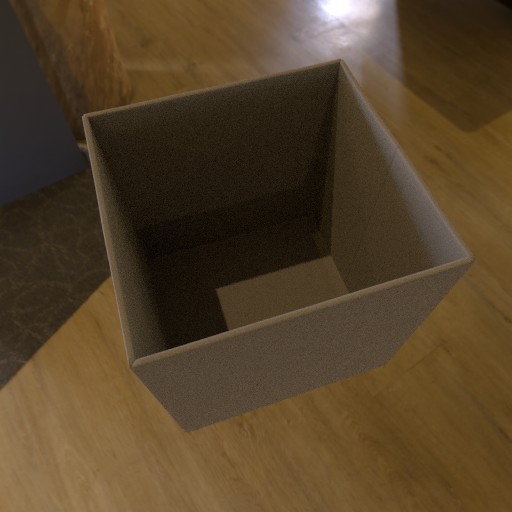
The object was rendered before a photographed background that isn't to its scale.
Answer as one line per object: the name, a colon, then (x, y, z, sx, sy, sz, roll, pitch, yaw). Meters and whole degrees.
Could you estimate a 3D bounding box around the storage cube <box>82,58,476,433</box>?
storage cube: (0.000, 0.000, 0.497, 0.270, 0.280, 0.270, -16, 61, -9)
